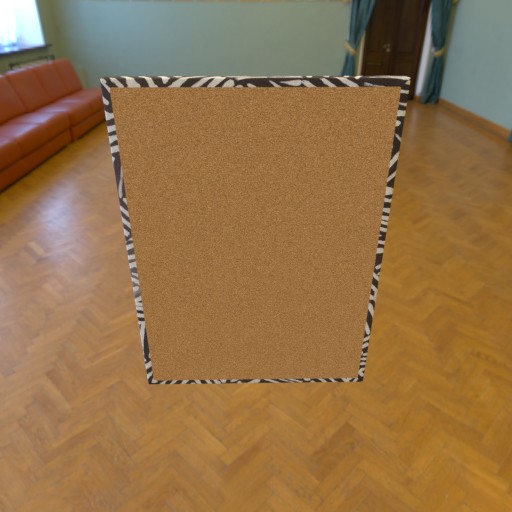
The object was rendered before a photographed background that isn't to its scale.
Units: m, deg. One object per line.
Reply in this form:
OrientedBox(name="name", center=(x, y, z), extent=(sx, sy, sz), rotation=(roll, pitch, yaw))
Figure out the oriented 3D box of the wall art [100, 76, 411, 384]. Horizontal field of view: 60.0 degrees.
OrientedBox(name="wall art", center=(0.000, 0.000, 1.348), extent=(0.765, 1.017, 0.038), rotation=(0, 29, -1))
